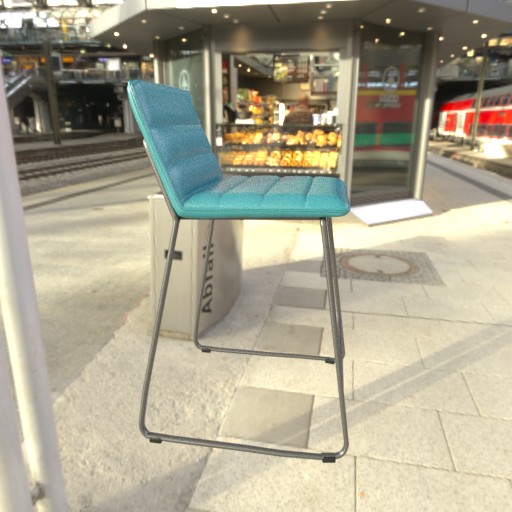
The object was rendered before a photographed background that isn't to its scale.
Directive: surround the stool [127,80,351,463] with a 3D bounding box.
[{"bbox_3d":[0.000,0.000,1.189,0.524,0.866,0.489,3,17,9],"label":"stool"}]
